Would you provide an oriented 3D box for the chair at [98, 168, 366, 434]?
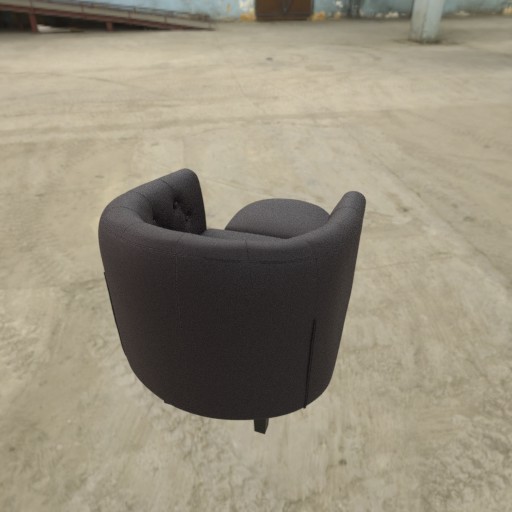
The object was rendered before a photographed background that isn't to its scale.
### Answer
[{"bbox_3d":[0.000,0.000,1.680,0.763,0.760,1.191,11,34,16],"label":"chair"}]
